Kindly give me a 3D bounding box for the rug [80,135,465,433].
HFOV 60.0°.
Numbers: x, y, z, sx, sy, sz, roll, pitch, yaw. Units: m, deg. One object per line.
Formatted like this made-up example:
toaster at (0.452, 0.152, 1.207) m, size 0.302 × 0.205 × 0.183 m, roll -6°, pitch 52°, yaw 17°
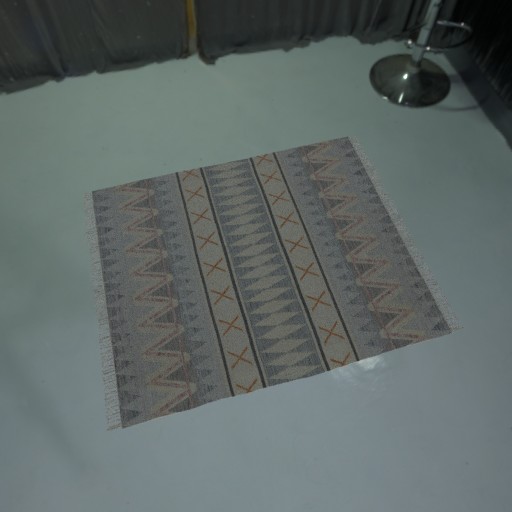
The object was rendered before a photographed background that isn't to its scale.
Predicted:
rug at (0.000, 0.000, 4.081) m, size 3.000 × 0.012 × 2.371 m, roll -14°, pitch 61°, yaw -8°
